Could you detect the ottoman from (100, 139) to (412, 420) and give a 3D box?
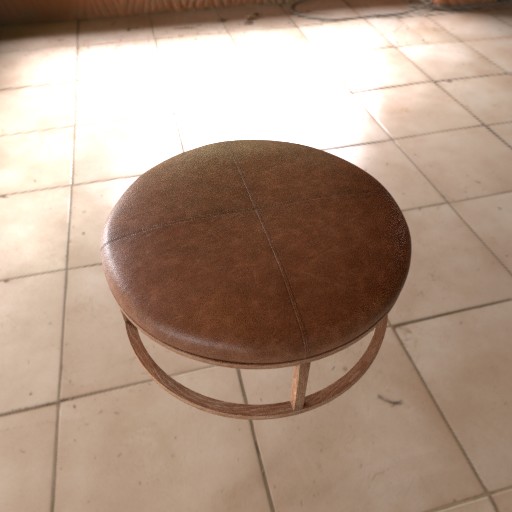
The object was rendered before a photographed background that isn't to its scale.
[{"bbox_3d":[0.000,0.000,1.570,1.006,0.445,1.006,0,46,0],"label":"ottoman"}]
